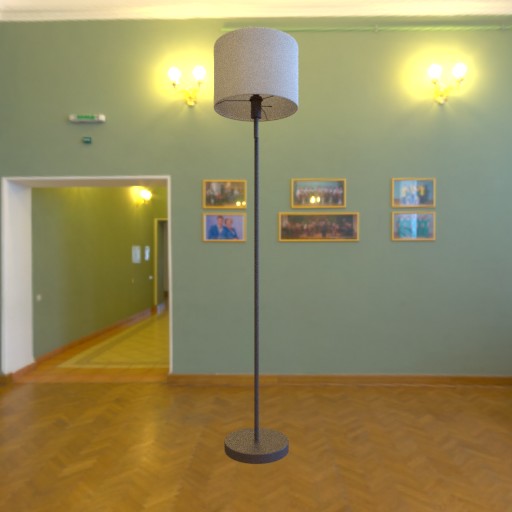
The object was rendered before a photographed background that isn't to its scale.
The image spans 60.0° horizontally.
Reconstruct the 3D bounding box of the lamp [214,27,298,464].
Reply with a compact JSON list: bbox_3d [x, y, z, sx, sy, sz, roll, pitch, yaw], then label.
[{"bbox_3d":[0.000,0.000,1.756,0.324,1.600,0.416,0,0,0],"label":"lamp"}]
